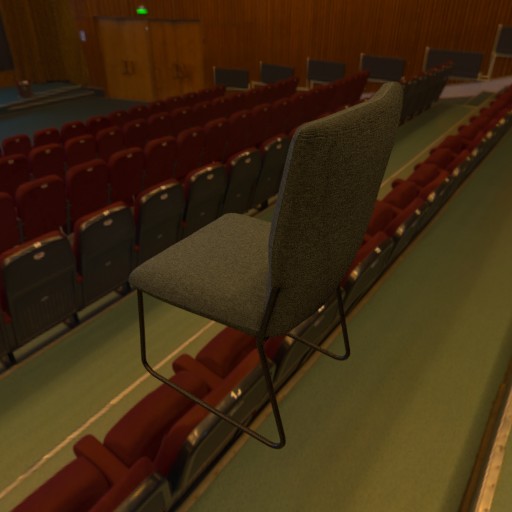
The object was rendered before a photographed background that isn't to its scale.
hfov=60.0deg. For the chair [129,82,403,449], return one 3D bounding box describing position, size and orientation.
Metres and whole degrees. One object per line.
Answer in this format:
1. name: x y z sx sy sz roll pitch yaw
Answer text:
1. chair: 0.000 0.000 1.258 0.635 0.931 0.480 21 38 29
